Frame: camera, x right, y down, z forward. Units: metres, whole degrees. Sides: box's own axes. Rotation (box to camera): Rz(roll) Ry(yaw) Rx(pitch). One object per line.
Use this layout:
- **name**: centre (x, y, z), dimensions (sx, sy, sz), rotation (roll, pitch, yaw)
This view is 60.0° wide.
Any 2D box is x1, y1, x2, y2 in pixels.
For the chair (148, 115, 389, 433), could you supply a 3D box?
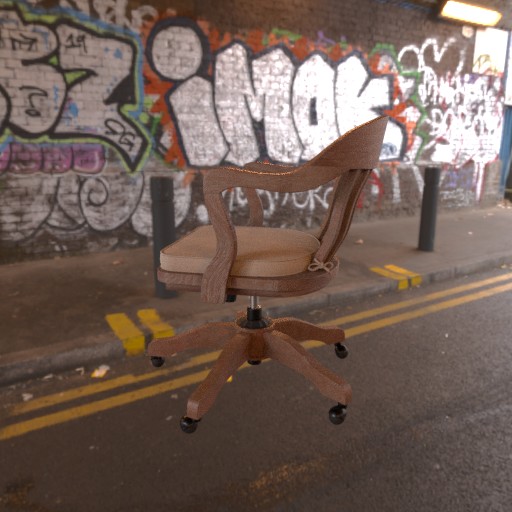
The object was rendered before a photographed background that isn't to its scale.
- **chair**: centre (0.000, 0.000, 1.469), dimensions (0.788, 0.878, 0.750), rotation (2, 14, 8)
